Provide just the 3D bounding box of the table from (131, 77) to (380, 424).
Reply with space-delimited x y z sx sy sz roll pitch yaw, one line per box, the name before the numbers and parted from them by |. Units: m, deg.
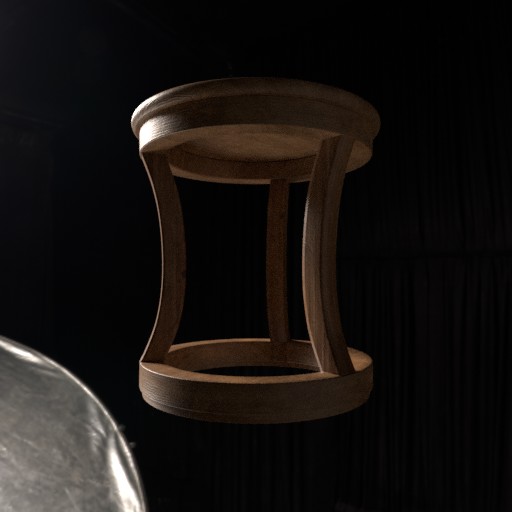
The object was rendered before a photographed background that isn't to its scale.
table | 0.000 0.000 0.790 0.432 0.460 0.432 0 -2 0
